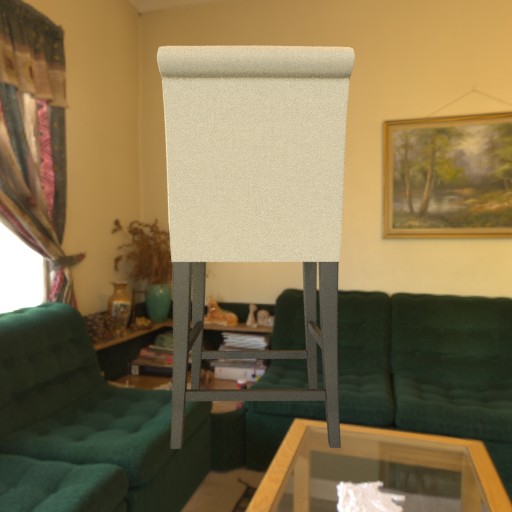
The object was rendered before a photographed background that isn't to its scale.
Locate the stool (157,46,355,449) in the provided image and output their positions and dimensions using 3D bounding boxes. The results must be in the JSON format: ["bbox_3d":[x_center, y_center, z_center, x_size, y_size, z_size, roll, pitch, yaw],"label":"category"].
[{"bbox_3d":[0.000,0.000,1.292,0.452,0.976,0.597,0,2,-1],"label":"stool"}]
